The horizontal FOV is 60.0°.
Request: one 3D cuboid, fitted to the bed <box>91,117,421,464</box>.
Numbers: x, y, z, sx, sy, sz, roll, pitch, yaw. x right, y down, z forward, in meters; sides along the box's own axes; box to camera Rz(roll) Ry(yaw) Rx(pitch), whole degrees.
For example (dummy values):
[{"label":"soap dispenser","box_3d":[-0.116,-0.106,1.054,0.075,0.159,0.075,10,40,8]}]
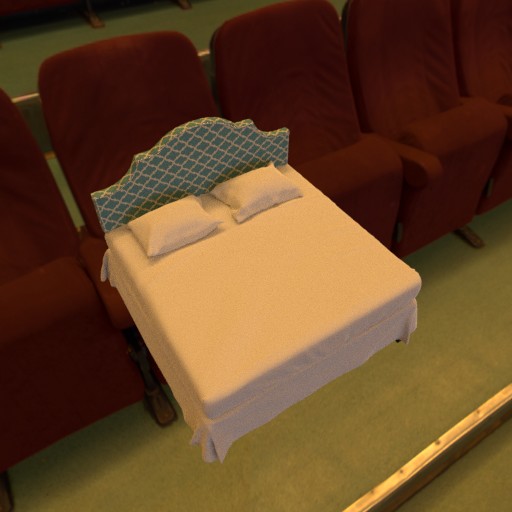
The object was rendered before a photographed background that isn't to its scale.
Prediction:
[{"label":"bed","box_3d":[0.000,0.000,3.757,2.314,1.601,2.222,-25,51,-22]}]
